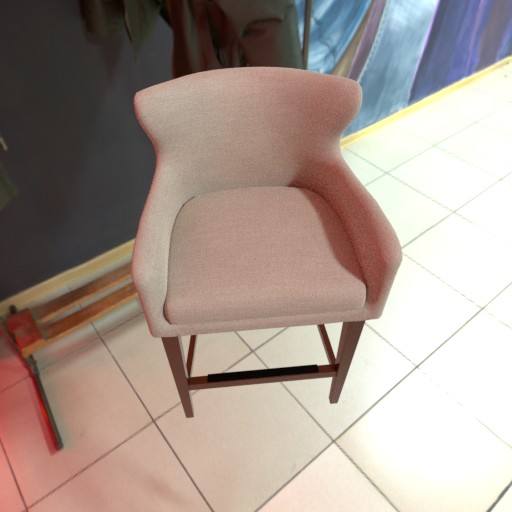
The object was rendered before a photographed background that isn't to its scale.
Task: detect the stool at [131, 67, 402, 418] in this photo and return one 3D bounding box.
[{"bbox_3d":[0.000,0.000,1.394,0.615,0.987,0.637,-4,46,-4],"label":"stool"}]
